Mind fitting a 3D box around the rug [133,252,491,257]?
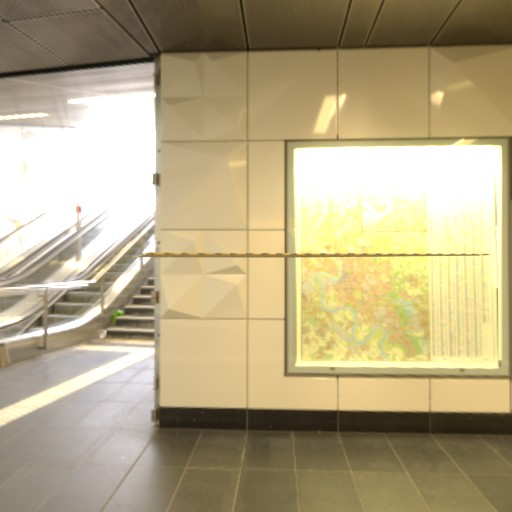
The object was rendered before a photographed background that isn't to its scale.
[{"bbox_3d":[0.000,0.000,2.964,1.539,0.011,2.410,0,0,-17],"label":"rug"}]
